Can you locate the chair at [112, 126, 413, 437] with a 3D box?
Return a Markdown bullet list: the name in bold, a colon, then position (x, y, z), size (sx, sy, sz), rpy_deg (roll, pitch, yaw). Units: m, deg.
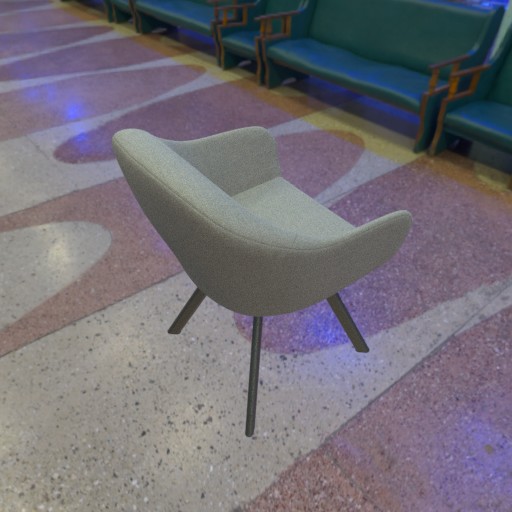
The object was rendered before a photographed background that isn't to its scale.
- **chair**: position (0.000, 0.000, 1.167), size (0.570, 0.780, 0.540), rpy_deg (-26, 48, -27)
